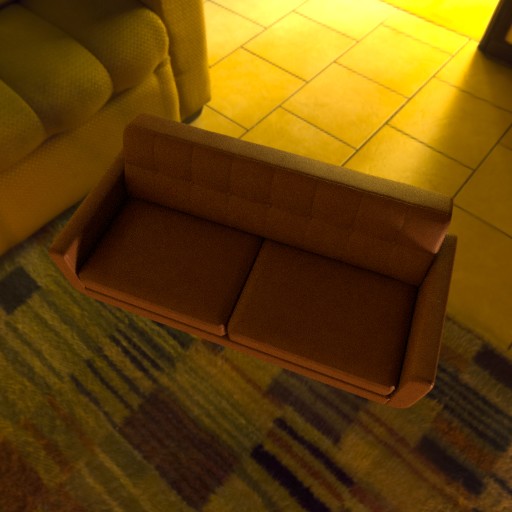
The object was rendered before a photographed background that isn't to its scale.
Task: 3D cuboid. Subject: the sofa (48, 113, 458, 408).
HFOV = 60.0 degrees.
[{"bbox_3d":[0.000,0.000,2.624,2.137,0.892,0.980,18,60,11],"label":"sofa"}]
